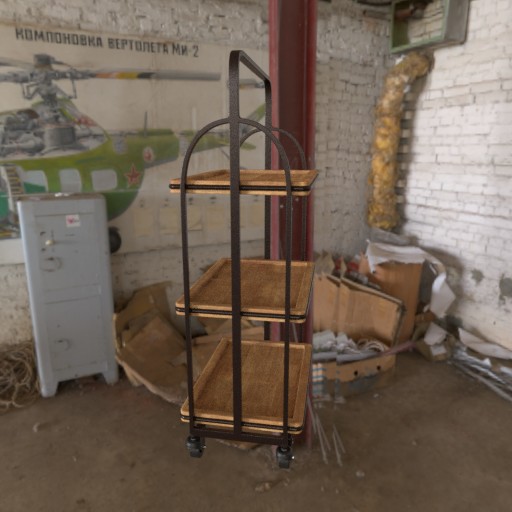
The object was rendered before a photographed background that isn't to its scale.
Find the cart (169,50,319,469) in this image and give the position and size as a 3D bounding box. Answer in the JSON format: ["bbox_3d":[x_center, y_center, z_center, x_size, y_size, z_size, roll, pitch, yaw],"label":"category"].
[{"bbox_3d":[0.000,0.000,1.259,0.327,1.001,0.553,2,14,10],"label":"cart"}]
